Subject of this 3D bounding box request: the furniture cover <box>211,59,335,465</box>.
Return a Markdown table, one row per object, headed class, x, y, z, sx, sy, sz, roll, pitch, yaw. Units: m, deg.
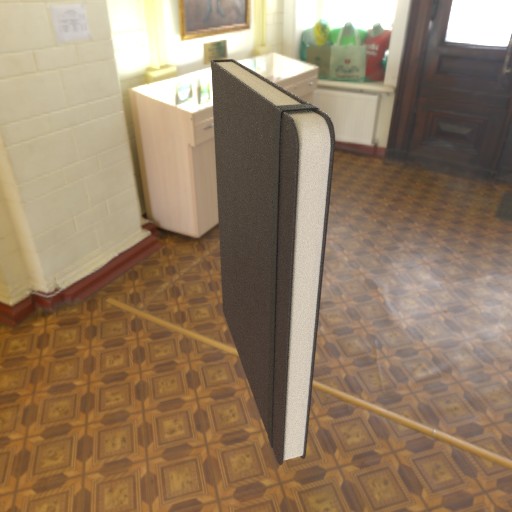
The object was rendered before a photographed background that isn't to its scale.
| class | x | y | z | sx | sy | sz | roll | pitch | yaw |
| --- | --- | --- | --- | --- | --- | --- | --- | --- | --- |
| furniture cover | 0.000 | 0.000 | 0.376 | 0.023 | 0.281 | 0.216 | -9 | 33 | -14 |
